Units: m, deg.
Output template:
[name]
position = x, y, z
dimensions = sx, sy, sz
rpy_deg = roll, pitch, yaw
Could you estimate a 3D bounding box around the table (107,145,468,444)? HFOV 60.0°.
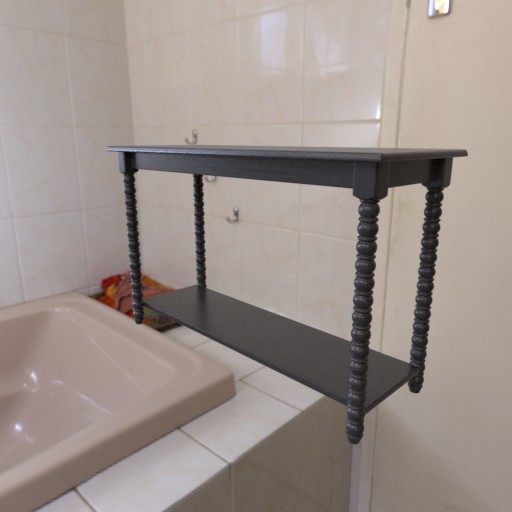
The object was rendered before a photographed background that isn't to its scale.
[table]
position = 0.000, 0.000, 1.544
dimensions = 0.459, 0.735, 1.184
rpy_deg = -14, 20, -43
